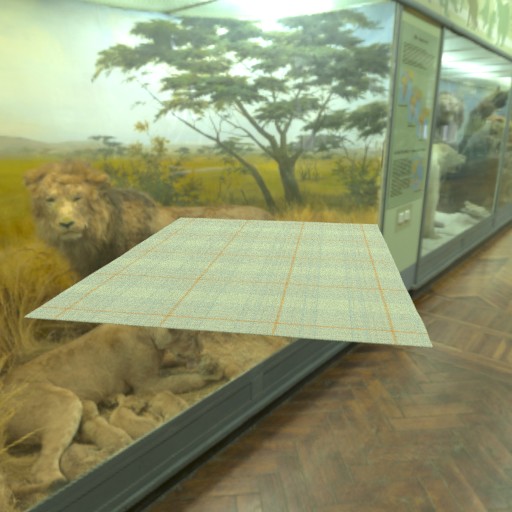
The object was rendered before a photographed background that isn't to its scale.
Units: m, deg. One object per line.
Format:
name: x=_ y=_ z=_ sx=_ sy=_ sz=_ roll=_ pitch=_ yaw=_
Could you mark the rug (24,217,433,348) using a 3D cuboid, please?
rug: x=0.000 y=0.000 z=4.020 sx=2.448 sy=0.021 sz=3.051 roll=3 pitch=17 yaw=9
